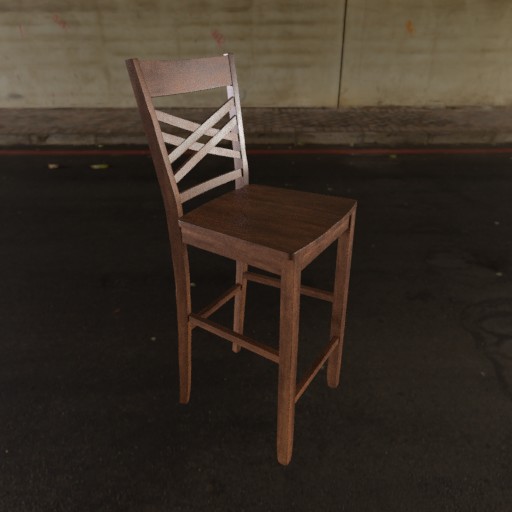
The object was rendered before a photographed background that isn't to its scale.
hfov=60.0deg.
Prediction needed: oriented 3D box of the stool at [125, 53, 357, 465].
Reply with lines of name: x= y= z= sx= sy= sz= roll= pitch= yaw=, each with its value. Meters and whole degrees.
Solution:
stool: x=0.000 y=0.000 z=1.348 sx=0.487 sy=1.105 sz=0.433 roll=15 pitch=30 yaw=28
